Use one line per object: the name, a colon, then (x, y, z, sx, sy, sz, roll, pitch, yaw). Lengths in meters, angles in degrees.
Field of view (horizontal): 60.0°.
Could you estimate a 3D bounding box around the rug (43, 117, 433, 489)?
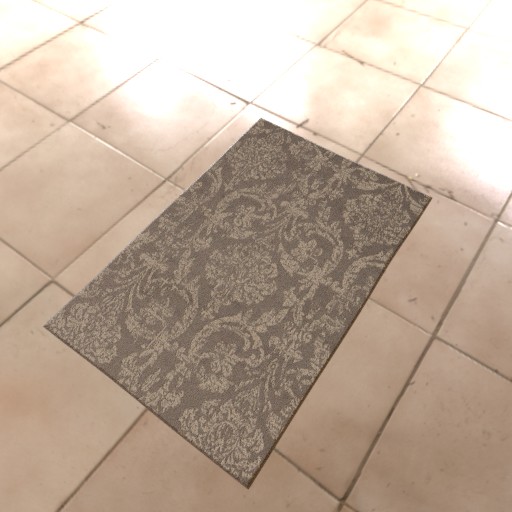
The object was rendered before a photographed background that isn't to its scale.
rug: (0.000, 0.000, 2.331, 1.206, 0.012, 1.824, 30, 62, 18)
